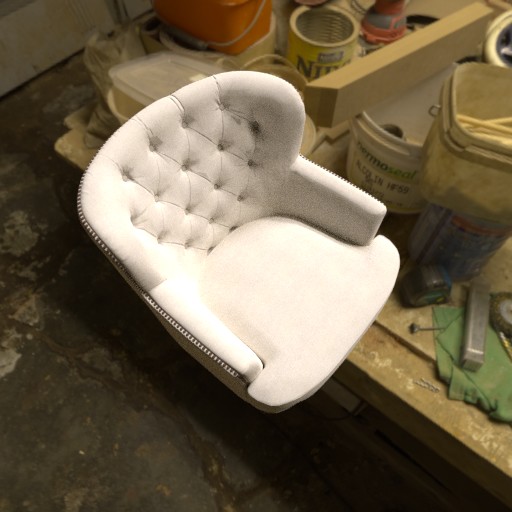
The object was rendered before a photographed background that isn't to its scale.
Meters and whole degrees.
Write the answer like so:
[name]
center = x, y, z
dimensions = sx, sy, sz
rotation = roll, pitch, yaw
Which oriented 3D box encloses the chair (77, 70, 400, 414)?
[chair]
center = 0.000, 0.000, 1.584
dimensions = 0.906, 0.868, 0.848
rotation = 35, 64, 20
